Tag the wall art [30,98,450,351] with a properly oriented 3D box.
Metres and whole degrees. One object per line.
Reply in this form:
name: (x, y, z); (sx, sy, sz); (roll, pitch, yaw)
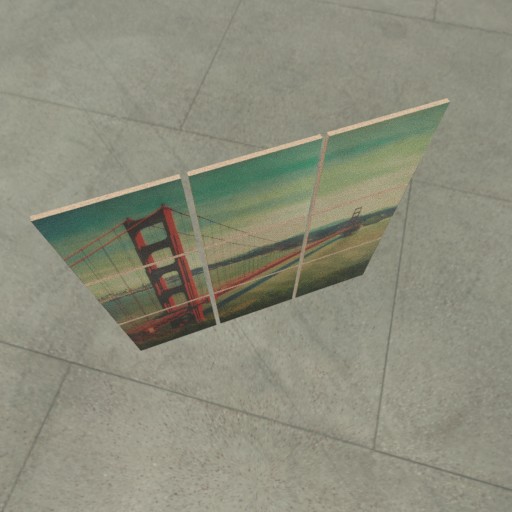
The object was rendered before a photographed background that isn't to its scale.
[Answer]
wall art: (0.000, 0.000, 1.322); (0.917, 0.910, 0.012); (-18, 64, -9)
